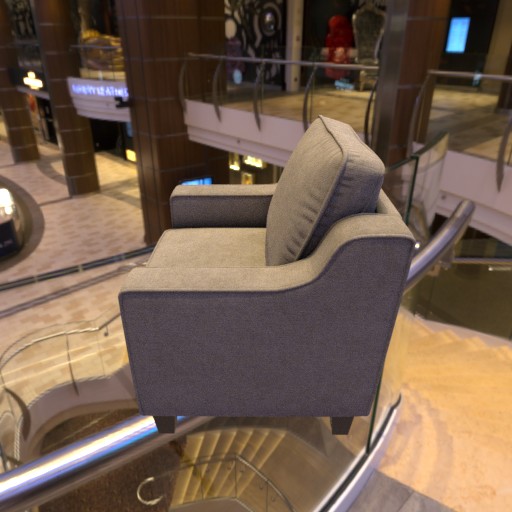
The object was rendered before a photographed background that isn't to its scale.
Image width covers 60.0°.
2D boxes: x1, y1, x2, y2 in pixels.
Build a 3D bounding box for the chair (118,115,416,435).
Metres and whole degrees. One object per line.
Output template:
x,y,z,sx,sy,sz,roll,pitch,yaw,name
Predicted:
0.000,0.000,1.675,0.840,0.944,0.926,0,27,0,chair
